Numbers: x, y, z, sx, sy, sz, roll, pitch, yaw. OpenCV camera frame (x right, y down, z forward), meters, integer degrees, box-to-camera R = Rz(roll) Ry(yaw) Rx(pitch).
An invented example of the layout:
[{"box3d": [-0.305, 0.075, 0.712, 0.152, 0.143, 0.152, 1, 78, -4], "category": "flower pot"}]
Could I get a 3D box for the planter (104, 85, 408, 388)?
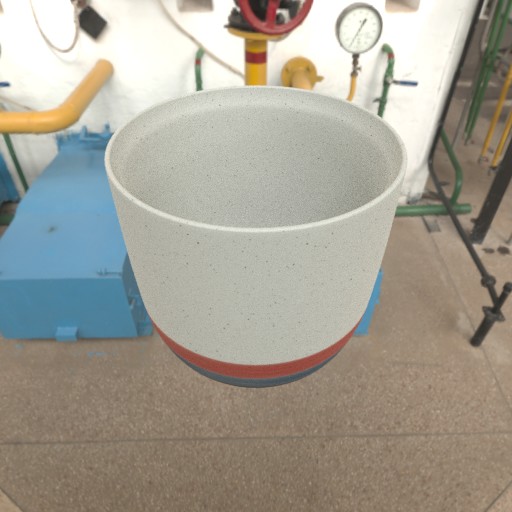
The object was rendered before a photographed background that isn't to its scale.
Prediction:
[{"box3d": [0.000, 0.000, 0.377, 0.204, 0.214, 0.204, 0, 41, 0], "category": "planter"}]
